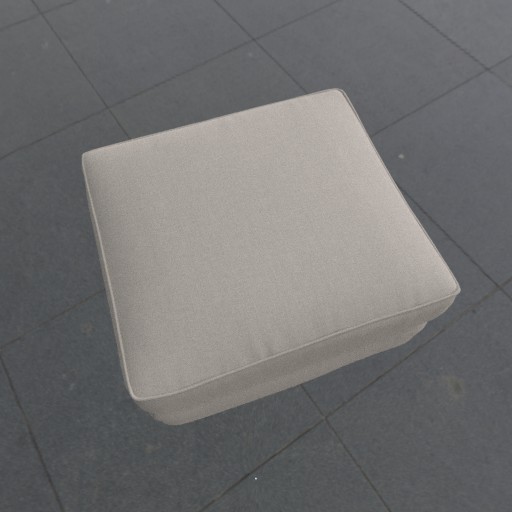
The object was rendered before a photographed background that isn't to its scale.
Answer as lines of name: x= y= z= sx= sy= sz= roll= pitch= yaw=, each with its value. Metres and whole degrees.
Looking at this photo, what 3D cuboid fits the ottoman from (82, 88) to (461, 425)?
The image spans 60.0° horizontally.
ottoman: x=0.000 y=0.000 z=1.153 sx=0.716 sy=0.505 sz=0.662 roll=-17 pitch=65 yaw=-8
